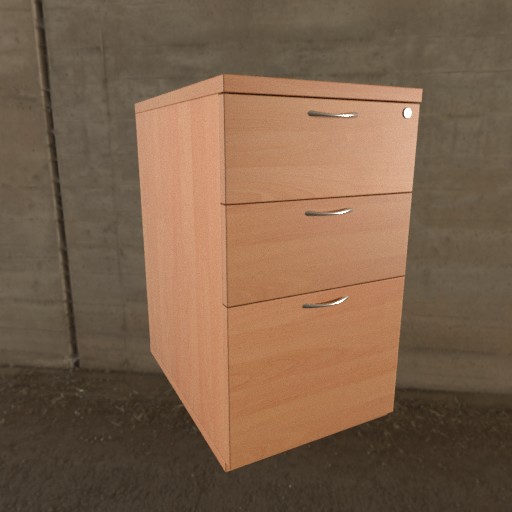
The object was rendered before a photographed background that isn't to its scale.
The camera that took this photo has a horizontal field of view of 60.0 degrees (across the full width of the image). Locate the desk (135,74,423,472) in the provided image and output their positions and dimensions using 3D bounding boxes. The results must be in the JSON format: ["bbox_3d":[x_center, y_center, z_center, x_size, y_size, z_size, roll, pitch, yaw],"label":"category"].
[{"bbox_3d":[0.000,0.000,1.077,0.404,0.730,0.600,-7,16,-26],"label":"desk"}]
